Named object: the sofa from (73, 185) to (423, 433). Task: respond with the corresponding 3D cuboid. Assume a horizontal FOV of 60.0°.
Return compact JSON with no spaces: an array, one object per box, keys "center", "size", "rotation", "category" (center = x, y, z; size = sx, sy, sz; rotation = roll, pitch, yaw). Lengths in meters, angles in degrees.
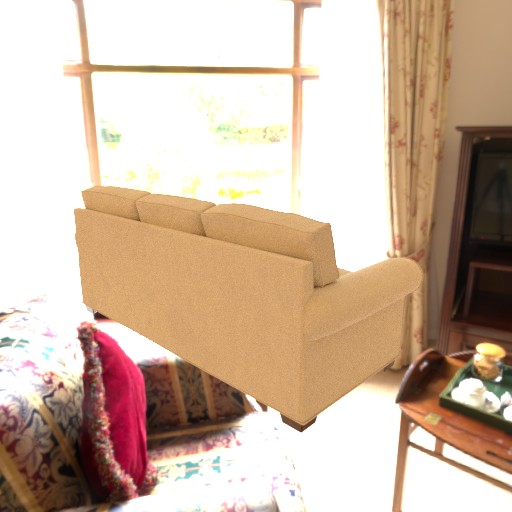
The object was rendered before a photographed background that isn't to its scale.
[{"center":[0.000,0.000,2.365],"size":[1.770,0.734,1.226],"rotation":[14,20,42],"category":"sofa"}]
